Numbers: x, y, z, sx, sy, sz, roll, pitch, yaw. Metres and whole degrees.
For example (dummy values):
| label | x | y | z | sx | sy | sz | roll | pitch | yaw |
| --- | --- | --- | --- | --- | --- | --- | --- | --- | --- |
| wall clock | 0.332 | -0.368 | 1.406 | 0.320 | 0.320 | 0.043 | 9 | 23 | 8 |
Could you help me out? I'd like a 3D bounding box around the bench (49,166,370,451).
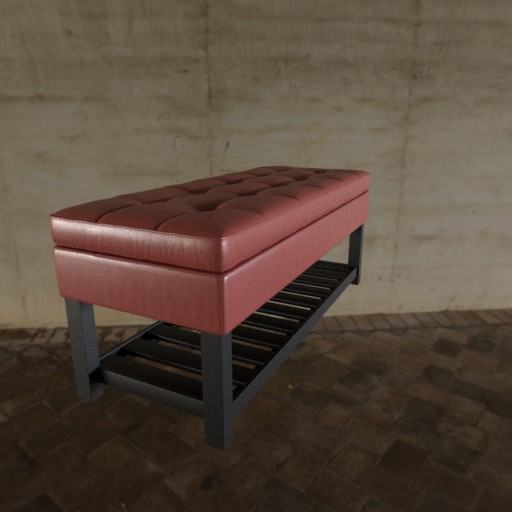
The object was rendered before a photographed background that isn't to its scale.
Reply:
| label | x | y | z | sx | sy | sz | roll | pitch | yaw |
| --- | --- | --- | --- | --- | --- | --- | --- | --- | --- |
| bench | 0.000 | 0.000 | 1.355 | 0.432 | 0.460 | 1.105 | 8 | 19 | 25 |
